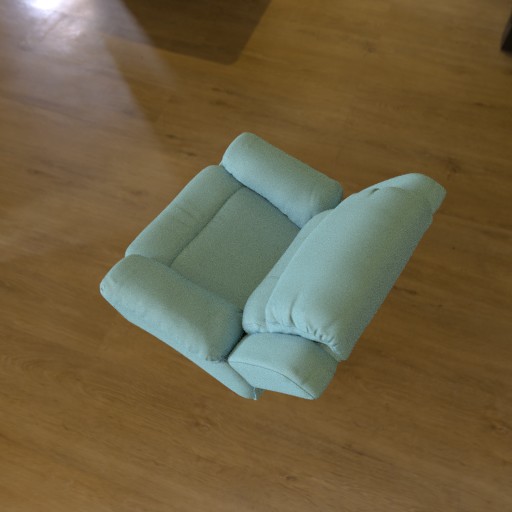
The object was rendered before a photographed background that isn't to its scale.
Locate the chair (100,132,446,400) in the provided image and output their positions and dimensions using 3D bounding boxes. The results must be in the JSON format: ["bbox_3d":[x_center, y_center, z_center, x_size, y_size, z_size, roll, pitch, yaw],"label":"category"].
[{"bbox_3d":[0.000,0.000,1.262,0.709,0.702,0.680,32,67,15],"label":"chair"}]
